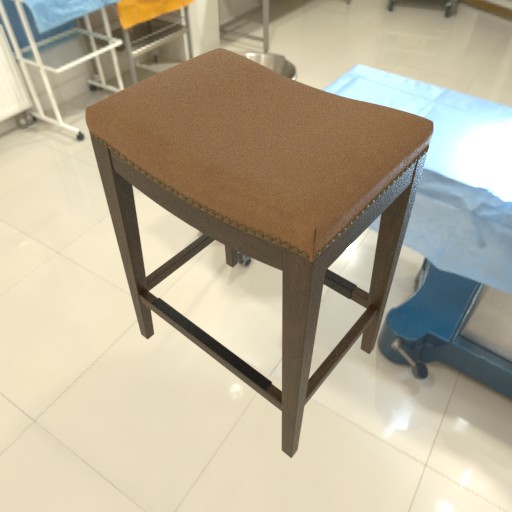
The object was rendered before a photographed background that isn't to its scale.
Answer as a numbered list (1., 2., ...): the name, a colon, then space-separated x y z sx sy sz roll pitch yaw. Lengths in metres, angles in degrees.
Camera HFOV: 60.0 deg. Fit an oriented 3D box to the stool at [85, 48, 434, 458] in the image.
1. stool: 0.000 0.000 0.936 0.500 0.660 0.361 31 53 26
